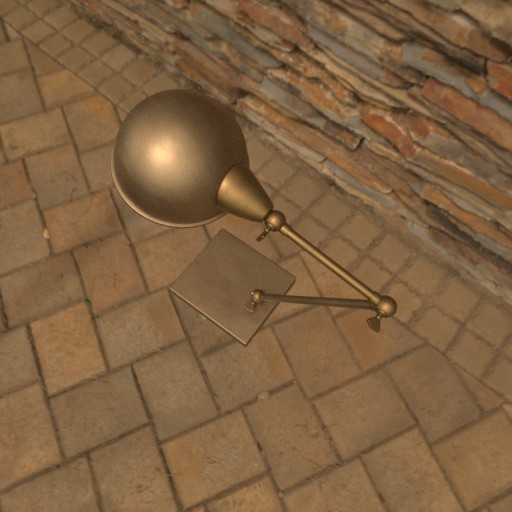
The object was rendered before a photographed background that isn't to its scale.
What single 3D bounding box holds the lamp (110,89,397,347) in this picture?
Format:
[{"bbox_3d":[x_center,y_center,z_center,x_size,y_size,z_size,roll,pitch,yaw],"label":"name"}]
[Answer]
[{"bbox_3d":[0.000,0.000,0.550,0.339,0.371,0.149,34,69,15],"label":"lamp"}]
